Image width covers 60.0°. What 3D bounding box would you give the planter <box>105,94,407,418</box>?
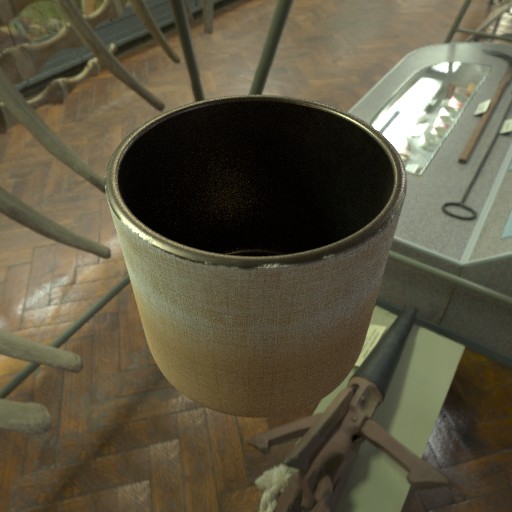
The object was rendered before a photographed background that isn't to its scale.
[{"bbox_3d":[0.000,0.000,0.395,0.221,0.201,0.221,0,45,0],"label":"planter"}]
